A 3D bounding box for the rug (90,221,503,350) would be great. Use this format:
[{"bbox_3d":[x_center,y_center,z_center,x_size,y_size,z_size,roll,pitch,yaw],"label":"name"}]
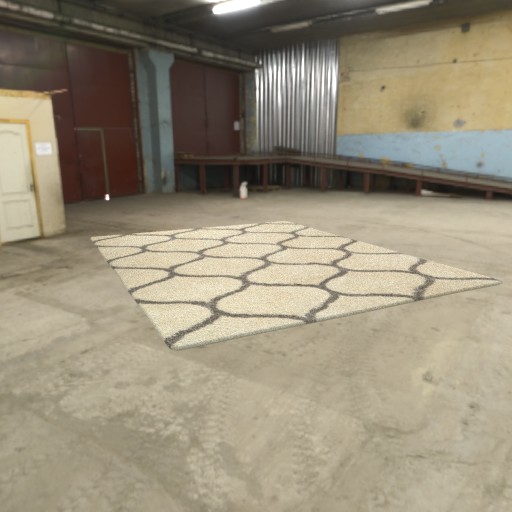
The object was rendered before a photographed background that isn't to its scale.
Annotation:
[{"bbox_3d":[0.000,0.000,3.884,2.399,0.026,3.000,-7,15,-26],"label":"rug"}]
